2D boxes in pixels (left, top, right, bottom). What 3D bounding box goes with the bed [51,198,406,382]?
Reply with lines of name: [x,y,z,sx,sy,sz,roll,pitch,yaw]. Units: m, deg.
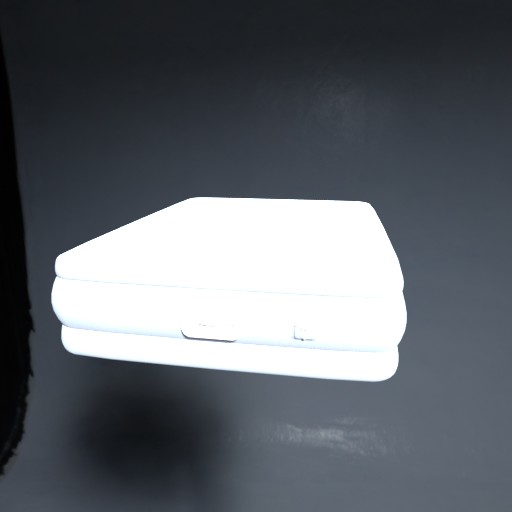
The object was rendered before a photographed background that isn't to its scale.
bed: [0.000,0.000,2.665,1.520,0.460,2.036,3,16,10]
